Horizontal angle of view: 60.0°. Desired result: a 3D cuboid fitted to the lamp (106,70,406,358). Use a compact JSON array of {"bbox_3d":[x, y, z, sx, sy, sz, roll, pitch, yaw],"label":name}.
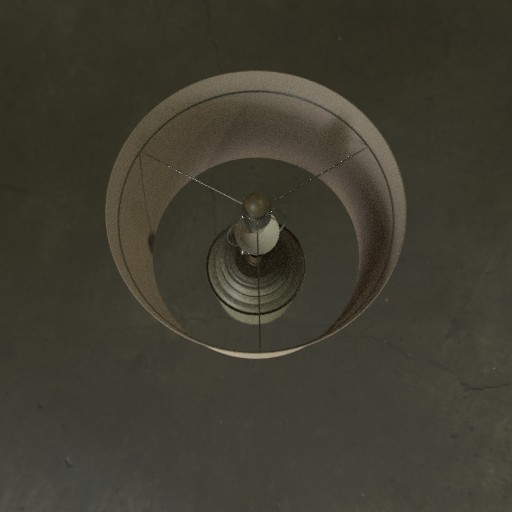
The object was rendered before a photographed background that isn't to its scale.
[{"bbox_3d":[0.000,0.000,0.702,0.318,0.486,0.318,0,76,0],"label":"lamp"}]
